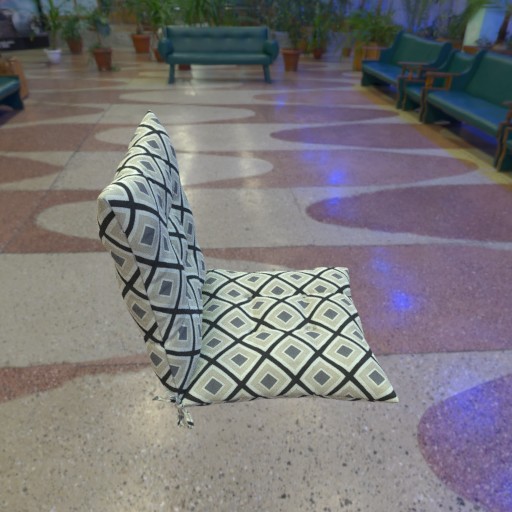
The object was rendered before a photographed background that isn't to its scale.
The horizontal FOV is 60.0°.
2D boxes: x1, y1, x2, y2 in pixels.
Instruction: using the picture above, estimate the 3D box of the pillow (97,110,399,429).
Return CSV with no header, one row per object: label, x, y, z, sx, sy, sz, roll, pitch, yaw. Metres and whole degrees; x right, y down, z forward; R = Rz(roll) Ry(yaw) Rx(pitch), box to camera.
pillow,0.000,0.000,1.013,0.585,0.536,0.541,-2,32,-2
